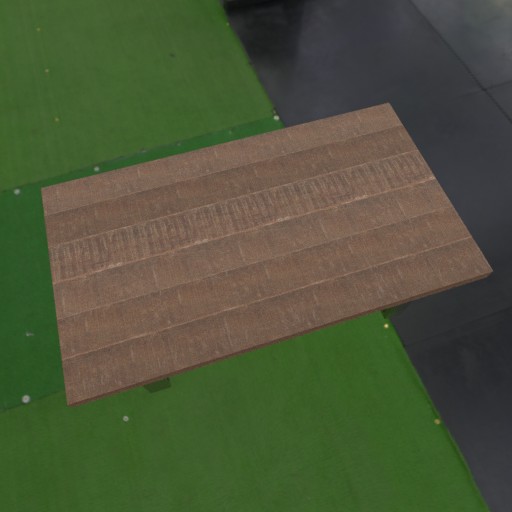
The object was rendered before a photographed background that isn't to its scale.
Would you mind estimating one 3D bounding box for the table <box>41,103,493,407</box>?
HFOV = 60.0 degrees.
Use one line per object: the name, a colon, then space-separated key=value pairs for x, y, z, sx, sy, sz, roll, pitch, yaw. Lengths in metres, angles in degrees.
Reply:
table: x=0.000 y=0.000 z=1.743 sx=1.400 sy=0.440 sz=0.800 roll=-16 pitch=64 yaw=-8
